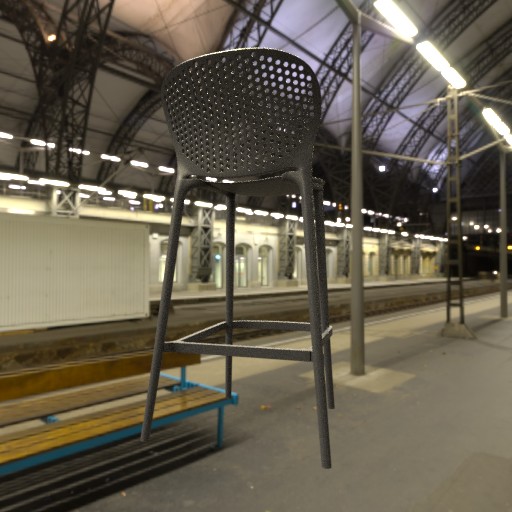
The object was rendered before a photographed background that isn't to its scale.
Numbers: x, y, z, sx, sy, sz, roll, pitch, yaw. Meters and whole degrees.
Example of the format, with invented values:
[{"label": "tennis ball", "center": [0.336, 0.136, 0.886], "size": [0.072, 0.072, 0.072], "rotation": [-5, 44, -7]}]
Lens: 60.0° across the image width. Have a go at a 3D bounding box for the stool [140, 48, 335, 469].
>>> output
[{"label": "stool", "center": [0.000, 0.000, 1.377], "size": [0.536, 1.045, 0.535], "rotation": [-1, -2, 19]}]
